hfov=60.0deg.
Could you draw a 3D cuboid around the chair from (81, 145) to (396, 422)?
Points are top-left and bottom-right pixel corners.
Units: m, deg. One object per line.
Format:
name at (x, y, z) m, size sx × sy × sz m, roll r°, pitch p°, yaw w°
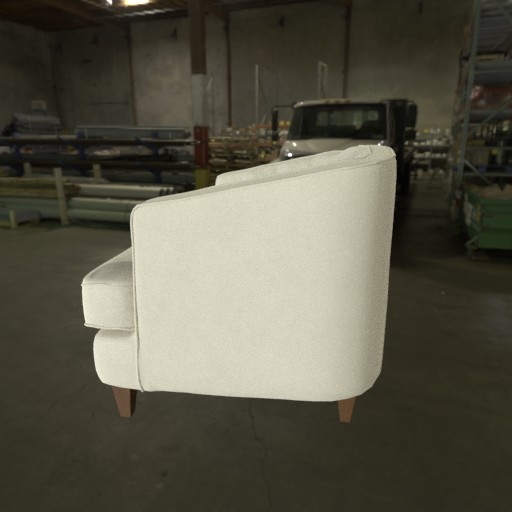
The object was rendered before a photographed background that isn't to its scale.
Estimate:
chair at (0.000, 0.000, 1.750) m, size 0.941 × 0.852 × 1.104 m, roll 2°, pitch 15°, yaw 9°
